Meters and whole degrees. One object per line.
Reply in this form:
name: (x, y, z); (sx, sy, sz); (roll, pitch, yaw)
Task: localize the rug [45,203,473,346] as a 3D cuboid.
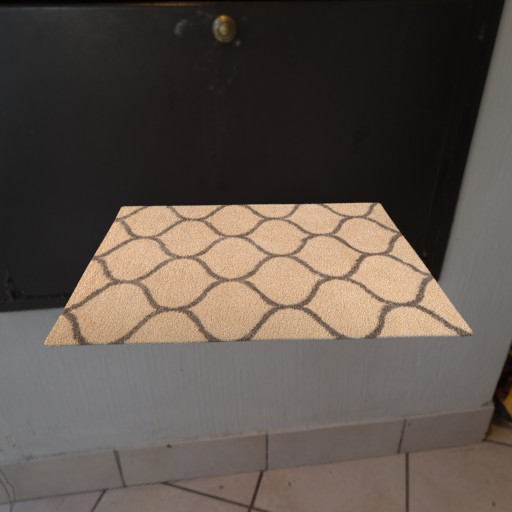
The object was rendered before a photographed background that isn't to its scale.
rug: (0.000, 0.000, 4.112); (3.000, 0.026, 2.399); (-1, 29, -2)
